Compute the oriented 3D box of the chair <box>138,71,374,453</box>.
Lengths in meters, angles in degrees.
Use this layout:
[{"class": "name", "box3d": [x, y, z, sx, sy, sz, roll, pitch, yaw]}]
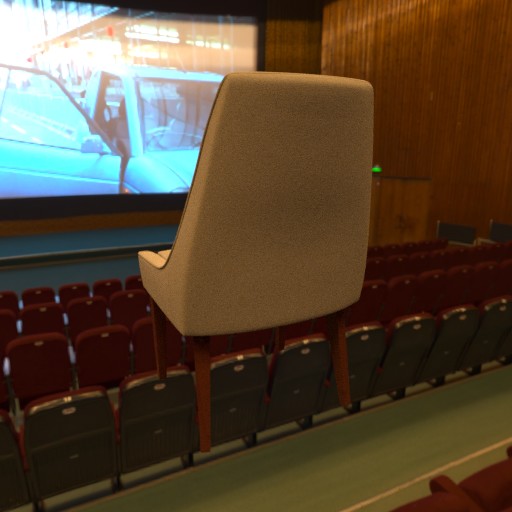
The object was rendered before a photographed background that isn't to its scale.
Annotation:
[{"class": "chair", "box3d": [0.000, 0.000, 1.204, 0.529, 0.861, 0.544, -7, 17, -26]}]
